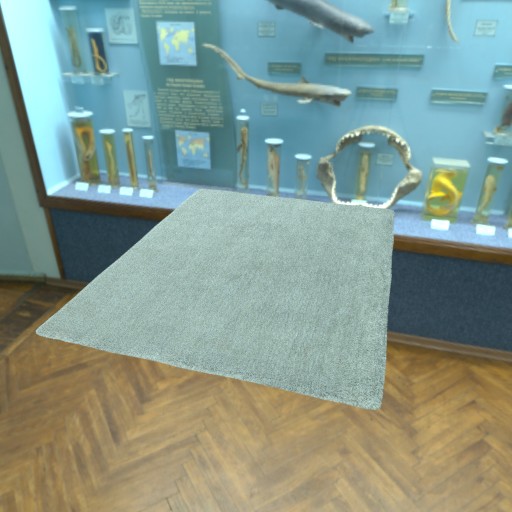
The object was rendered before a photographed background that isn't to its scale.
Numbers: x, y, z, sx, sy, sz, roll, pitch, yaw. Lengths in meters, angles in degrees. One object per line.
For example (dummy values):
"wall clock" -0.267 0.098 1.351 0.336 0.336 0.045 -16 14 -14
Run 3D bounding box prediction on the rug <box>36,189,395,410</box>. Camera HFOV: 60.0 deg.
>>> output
"rug" 0.000 0.000 3.943 2.332 0.027 2.933 8 30 14
